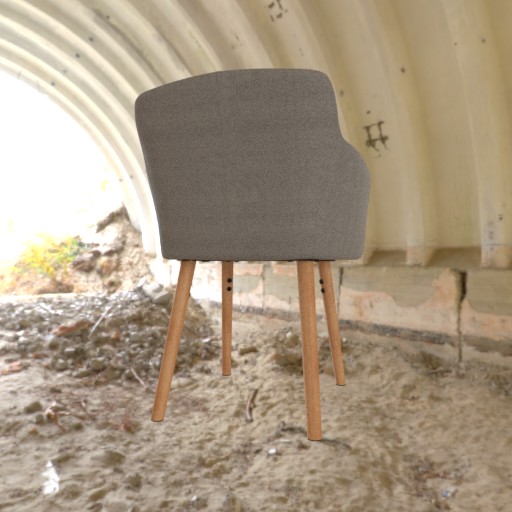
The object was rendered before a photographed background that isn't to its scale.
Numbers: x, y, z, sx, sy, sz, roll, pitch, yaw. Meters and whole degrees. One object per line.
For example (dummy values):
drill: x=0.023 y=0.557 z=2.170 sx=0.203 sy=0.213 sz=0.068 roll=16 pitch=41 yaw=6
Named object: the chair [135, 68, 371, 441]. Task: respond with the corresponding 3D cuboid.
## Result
chair: x=0.000 y=0.000 z=1.177 sx=0.570 sy=0.780 sz=0.540 roll=0 pitch=-1 yaw=18
